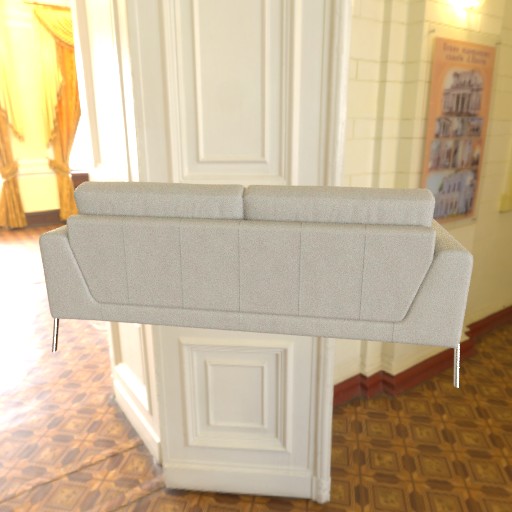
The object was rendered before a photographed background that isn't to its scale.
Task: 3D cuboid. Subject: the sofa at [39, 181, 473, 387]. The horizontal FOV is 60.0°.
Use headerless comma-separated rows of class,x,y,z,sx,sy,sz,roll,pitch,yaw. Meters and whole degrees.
sofa,0.000,0.000,2.481,2.017,0.875,0.953,3,17,9
